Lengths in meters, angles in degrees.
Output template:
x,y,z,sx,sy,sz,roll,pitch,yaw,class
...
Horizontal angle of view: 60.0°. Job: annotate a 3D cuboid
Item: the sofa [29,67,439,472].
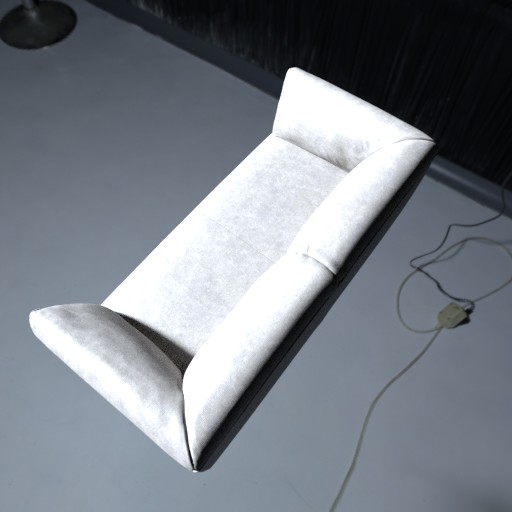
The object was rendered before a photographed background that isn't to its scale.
x,y,z,sx,sy,sz,roll,pitch,yaw,class
0.000,0.000,2.253,0.905,0.747,1.878,35,68,16,sofa
